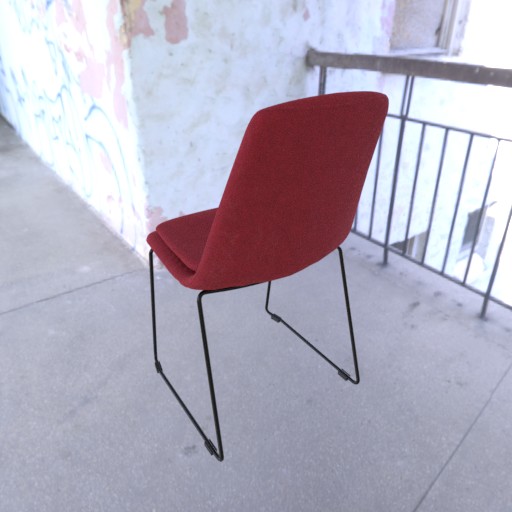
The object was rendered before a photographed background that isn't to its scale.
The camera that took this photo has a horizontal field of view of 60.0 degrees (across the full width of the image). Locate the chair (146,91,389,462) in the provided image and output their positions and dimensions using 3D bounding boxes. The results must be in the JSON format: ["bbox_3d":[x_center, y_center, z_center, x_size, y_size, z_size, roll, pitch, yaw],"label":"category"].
[{"bbox_3d":[0.000,0.000,1.137,0.479,0.858,0.518,-18,34,-29],"label":"chair"}]
